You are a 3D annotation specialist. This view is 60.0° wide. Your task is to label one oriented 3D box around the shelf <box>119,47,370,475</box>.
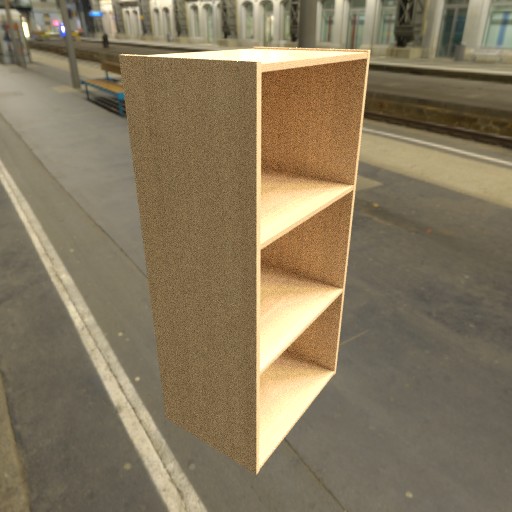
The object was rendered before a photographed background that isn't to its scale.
[{"bbox_3d":[0.000,0.000,1.048,0.292,0.876,0.417,18,32,31],"label":"shelf"}]
